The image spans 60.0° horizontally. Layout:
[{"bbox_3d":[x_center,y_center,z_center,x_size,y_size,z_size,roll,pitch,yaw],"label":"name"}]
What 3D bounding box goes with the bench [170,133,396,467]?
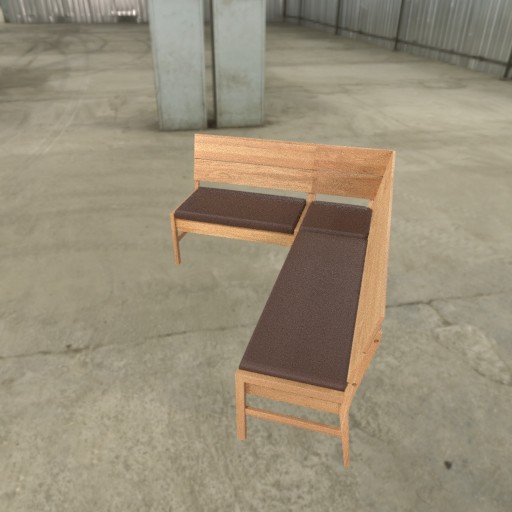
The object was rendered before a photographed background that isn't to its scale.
[{"bbox_3d":[0.000,0.000,2.778,1.549,0.890,1.975,8,32,13],"label":"bench"}]
